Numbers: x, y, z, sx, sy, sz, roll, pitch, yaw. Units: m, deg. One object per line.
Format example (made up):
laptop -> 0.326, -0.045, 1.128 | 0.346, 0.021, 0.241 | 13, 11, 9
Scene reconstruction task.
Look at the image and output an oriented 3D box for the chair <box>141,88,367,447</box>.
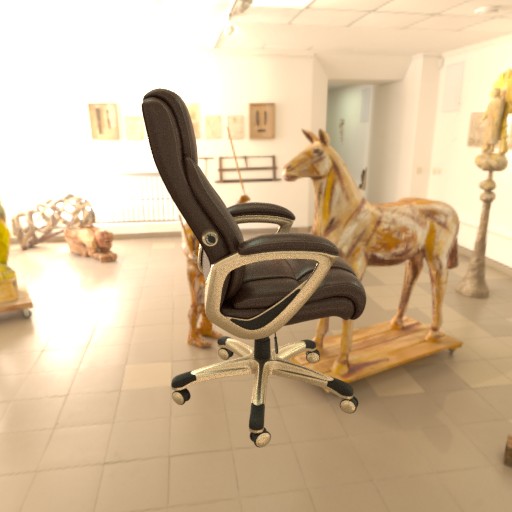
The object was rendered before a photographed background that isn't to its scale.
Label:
chair -> 0.000, 0.000, 1.699 | 0.749, 1.194, 0.692 | -3, 17, -9
